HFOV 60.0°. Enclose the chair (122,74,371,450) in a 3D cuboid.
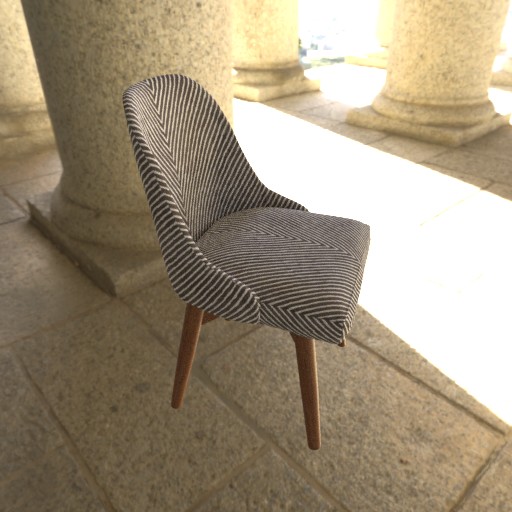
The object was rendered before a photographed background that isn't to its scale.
[{"bbox_3d":[0.000,0.000,1.224,0.591,0.883,0.504,10,34,16],"label":"chair"}]
